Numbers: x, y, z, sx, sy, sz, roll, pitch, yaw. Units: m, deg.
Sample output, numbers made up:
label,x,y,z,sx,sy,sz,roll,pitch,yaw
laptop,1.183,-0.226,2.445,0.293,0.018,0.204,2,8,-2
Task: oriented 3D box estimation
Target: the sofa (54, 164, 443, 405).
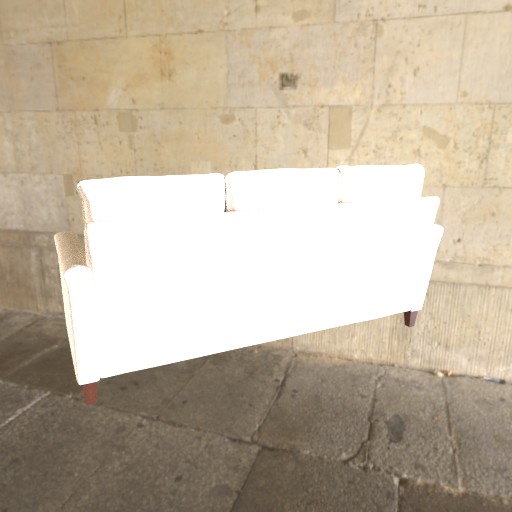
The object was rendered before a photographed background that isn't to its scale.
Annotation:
label,x,y,z,sx,sy,sz,roll,pitch,yaw
sofa,0.000,0.000,2.371,1.925,0.961,0.828,-7,16,-25
